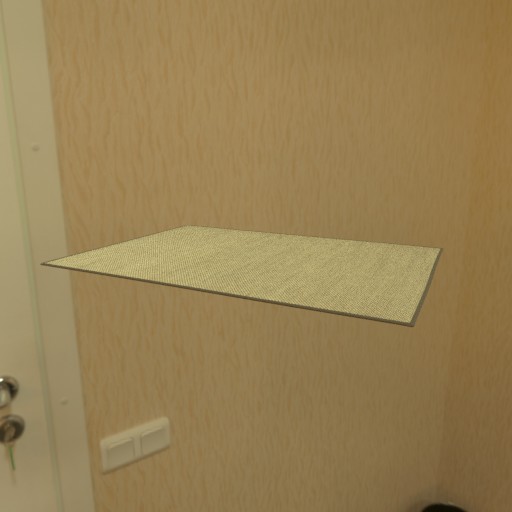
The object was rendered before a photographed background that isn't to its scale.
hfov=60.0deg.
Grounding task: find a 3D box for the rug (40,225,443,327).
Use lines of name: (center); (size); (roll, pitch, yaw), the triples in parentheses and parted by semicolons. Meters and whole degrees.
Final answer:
rug: (0.000, 0.000, 2.846); (2.133, 0.012, 1.523); (7, 15, 26)
